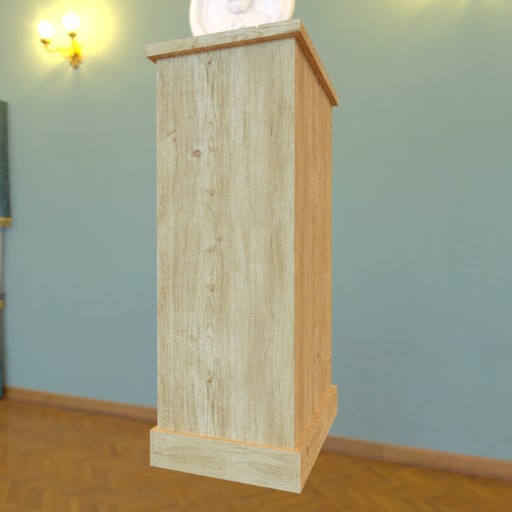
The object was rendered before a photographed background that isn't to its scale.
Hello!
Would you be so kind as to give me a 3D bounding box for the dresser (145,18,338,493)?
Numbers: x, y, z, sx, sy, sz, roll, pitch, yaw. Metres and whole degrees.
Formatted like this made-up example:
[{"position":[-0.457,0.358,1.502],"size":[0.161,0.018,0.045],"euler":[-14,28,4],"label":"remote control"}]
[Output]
[{"position":[0.000,0.000,1.282],"size":[0.390,1.041,0.531],"euler":[0,1,19],"label":"dresser"}]
